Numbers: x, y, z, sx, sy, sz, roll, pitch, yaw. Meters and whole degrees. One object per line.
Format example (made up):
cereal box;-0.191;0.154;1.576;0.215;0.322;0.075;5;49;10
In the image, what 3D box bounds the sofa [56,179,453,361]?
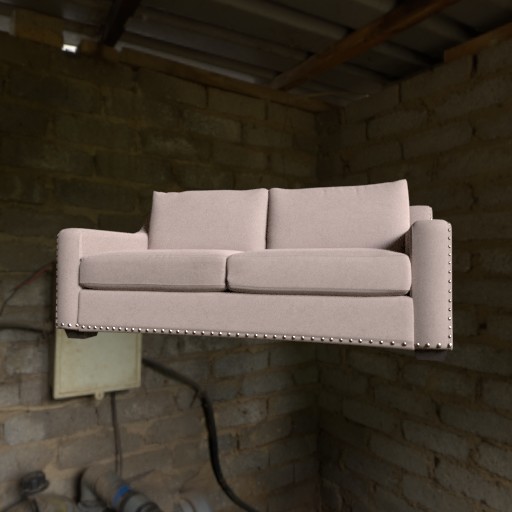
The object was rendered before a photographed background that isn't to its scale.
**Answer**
sofa;0.000;0.000;2.550;1.967;0.901;1.030;0;-1;17
